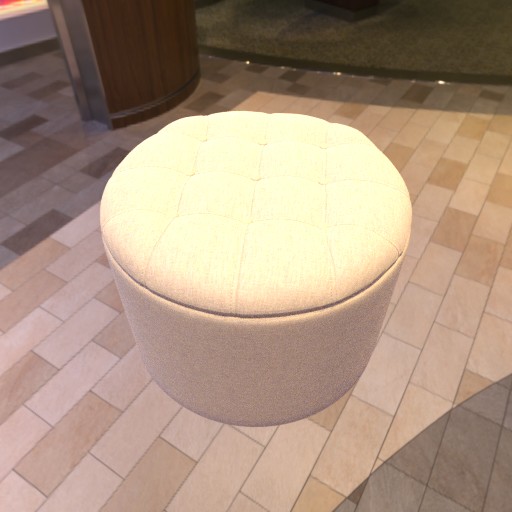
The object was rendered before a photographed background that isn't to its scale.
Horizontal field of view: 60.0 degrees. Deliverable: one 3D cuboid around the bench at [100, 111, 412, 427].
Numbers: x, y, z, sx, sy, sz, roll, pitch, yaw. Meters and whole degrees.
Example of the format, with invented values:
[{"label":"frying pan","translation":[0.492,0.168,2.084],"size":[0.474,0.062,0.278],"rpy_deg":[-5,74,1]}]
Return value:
[{"label":"bench","translation":[0.000,0.000,0.985],"size":[0.600,0.454,0.600],"rpy_deg":[0,45,0]}]
